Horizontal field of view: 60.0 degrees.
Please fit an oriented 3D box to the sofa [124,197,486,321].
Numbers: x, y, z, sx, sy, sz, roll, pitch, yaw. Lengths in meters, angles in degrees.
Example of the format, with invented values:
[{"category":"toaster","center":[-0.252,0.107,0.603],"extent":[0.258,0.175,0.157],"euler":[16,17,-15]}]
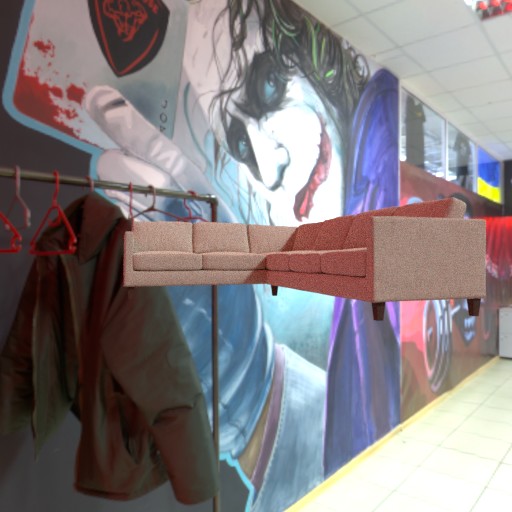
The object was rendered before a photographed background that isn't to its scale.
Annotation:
[{"category":"sofa","center":[0.000,0.000,4.270],"extent":[2.432,0.863,3.182],"euler":[0,0,-17]}]
